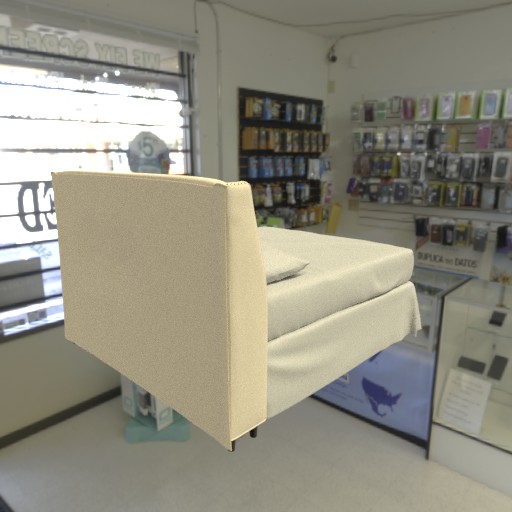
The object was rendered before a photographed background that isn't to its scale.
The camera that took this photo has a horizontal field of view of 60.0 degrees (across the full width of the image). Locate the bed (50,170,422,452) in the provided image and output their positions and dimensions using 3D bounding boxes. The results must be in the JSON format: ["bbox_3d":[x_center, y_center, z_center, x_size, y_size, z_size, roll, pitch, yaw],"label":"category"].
[{"bbox_3d":[0.000,0.000,3.414,1.925,1.332,2.276,13,18,43],"label":"bed"}]
